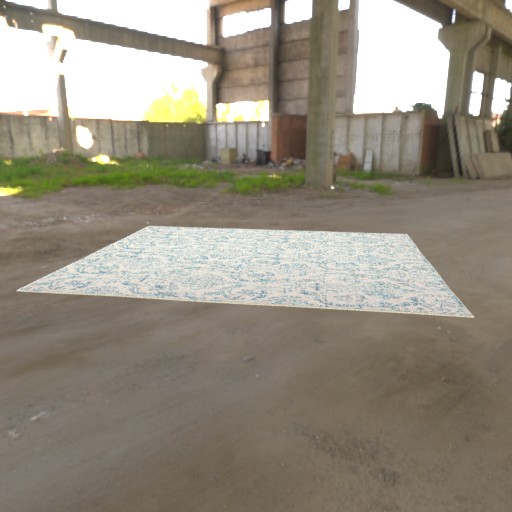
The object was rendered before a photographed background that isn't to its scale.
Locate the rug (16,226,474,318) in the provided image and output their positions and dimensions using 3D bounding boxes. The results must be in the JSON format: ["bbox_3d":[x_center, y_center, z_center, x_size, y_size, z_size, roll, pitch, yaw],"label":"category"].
[{"bbox_3d":[0.000,0.000,3.963,2.980,0.012,2.363,2,15,9],"label":"rug"}]
